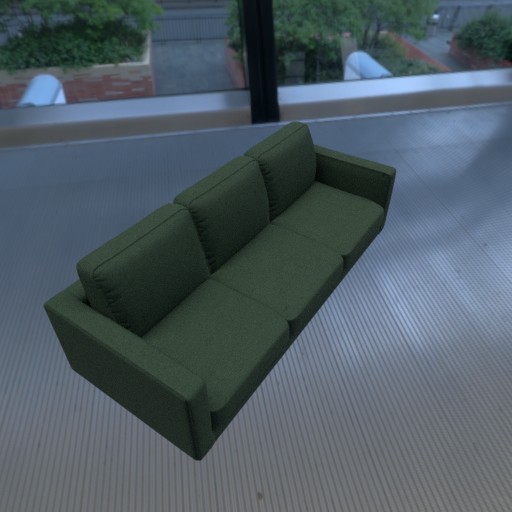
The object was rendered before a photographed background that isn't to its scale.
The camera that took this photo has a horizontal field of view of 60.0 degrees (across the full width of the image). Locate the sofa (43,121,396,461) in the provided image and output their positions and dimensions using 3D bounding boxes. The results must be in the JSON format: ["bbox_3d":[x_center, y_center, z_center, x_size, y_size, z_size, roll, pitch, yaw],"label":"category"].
[{"bbox_3d":[0.000,0.000,2.529,0.879,0.899,2.029,24,46,26],"label":"sofa"}]
